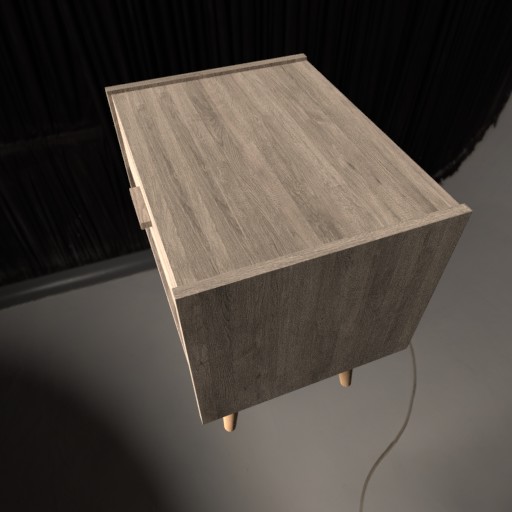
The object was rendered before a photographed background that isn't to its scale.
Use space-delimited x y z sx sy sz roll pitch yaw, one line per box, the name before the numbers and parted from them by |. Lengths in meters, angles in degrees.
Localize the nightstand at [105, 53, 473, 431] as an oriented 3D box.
nightstand | 0.000 0.000 0.829 0.380 0.500 0.480 -16 49 -14
